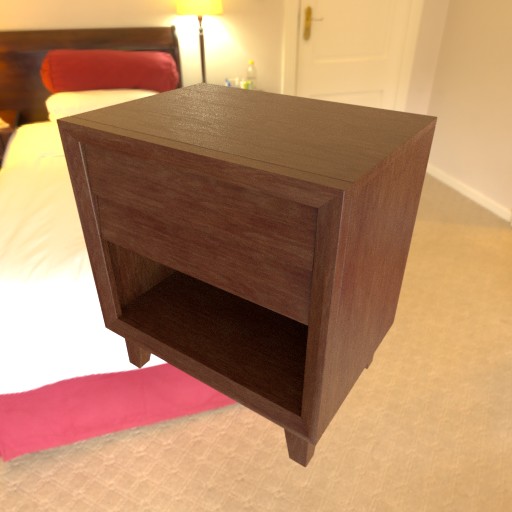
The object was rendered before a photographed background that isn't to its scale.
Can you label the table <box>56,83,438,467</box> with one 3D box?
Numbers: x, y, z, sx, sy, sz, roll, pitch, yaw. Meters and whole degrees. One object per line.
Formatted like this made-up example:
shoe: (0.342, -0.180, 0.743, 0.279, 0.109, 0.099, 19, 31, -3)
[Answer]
table: (0.000, 0.000, 0.975, 0.557, 0.609, 0.449, 20, 37, 29)
